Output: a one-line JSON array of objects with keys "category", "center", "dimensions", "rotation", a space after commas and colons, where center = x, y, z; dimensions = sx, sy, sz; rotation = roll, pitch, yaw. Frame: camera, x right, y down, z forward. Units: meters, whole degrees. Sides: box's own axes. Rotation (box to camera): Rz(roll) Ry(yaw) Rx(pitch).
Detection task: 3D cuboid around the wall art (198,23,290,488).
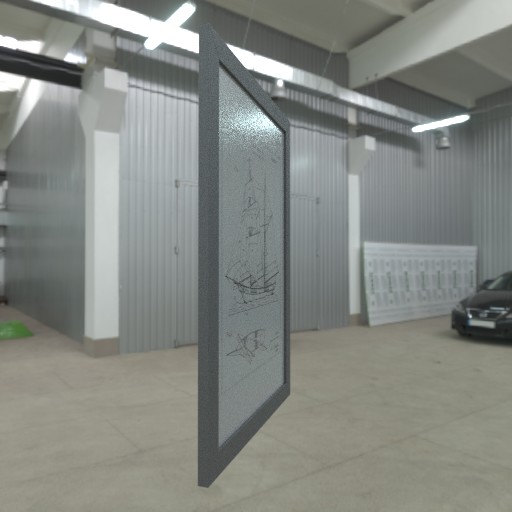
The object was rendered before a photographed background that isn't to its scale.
[{"category": "wall art", "center": [0.000, 0.000, 0.690], "dimensions": [0.013, 0.534, 0.380], "rotation": [0, -1, 19]}]
